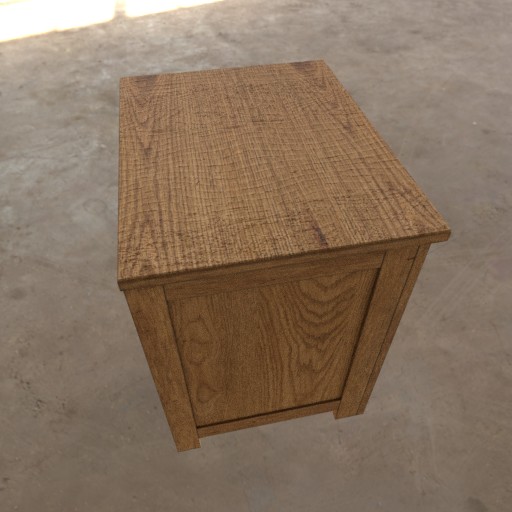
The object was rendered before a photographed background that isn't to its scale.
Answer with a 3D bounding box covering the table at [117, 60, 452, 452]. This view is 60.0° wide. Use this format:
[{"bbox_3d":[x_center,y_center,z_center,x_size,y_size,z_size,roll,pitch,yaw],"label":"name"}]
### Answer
[{"bbox_3d":[0.000,0.000,1.030,0.494,0.625,0.601,-9,47,-8],"label":"table"}]
